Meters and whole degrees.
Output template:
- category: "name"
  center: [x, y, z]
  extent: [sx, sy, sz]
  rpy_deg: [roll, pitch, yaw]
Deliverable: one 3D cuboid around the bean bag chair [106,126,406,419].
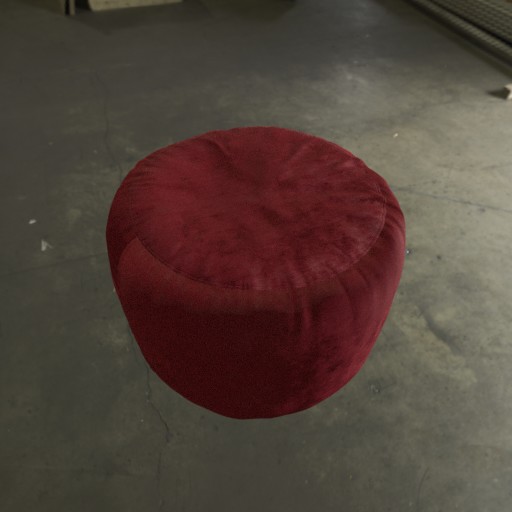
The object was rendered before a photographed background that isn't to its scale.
- category: "bean bag chair"
  center: [0.000, 0.000, 1.964]
  extent: [1.219, 0.762, 1.219]
  rpy_deg: [0, 45, 0]
